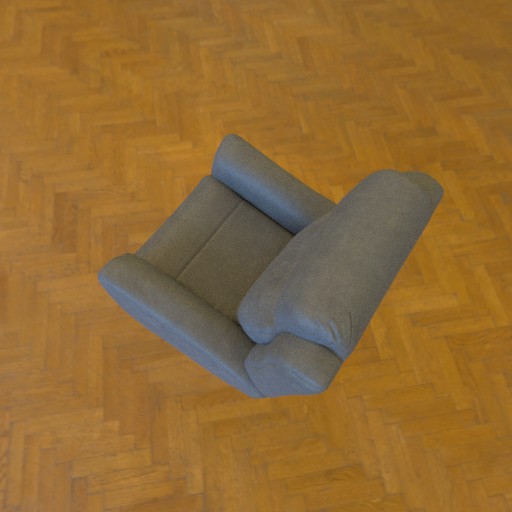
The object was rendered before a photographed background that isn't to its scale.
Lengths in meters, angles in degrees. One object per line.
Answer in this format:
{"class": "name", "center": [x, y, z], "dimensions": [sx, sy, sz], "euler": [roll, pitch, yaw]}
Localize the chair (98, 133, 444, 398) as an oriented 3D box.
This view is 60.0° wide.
{"class": "chair", "center": [0.000, 0.000, 1.918], "dimensions": [1.068, 1.116, 0.967], "euler": [32, 67, 15]}
